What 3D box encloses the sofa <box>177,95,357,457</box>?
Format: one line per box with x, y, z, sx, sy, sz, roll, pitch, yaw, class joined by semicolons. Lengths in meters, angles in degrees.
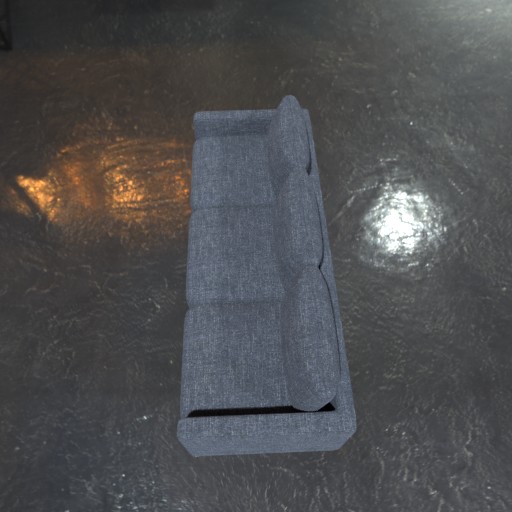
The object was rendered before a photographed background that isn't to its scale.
0.000;0.000;2.796;0.859;0.874;2.218;-2;58;-1;sofa
